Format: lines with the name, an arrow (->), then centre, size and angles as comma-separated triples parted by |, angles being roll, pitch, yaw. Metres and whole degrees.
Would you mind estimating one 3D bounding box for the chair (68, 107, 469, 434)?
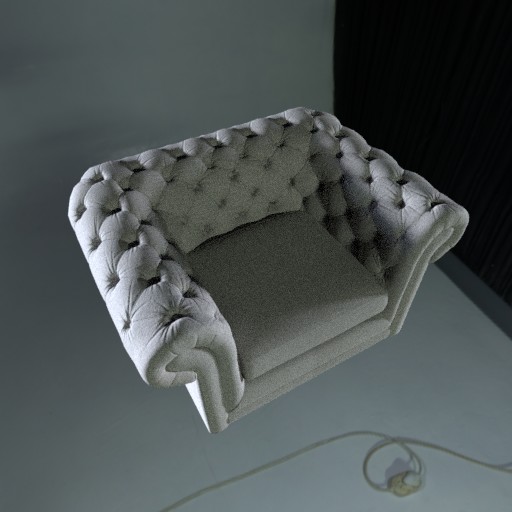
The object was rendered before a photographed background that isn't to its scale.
chair -> 0.000, 0.000, 1.881 | 1.270, 0.770, 0.976 | -22, 50, -20
